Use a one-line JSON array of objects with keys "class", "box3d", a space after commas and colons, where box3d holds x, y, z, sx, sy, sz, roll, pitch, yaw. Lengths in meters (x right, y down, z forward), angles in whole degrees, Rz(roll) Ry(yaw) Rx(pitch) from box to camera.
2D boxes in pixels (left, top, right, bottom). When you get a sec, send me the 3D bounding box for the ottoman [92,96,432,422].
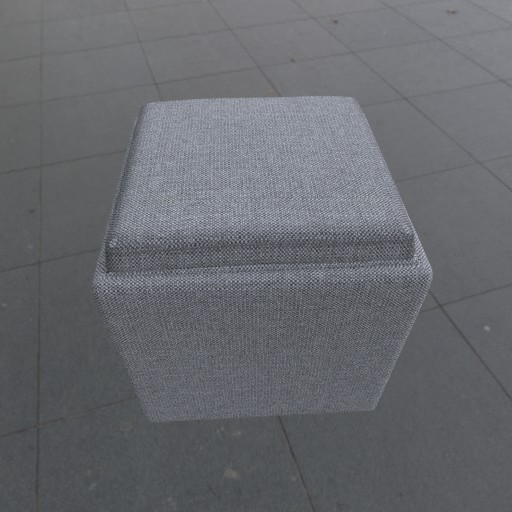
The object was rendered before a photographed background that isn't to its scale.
[{"class": "ottoman", "box3d": [0.000, 0.000, 0.848, 0.454, 0.487, 0.436, -2, 47, -2]}]
